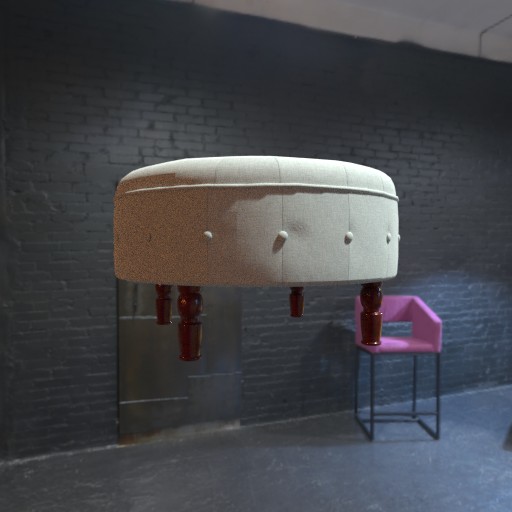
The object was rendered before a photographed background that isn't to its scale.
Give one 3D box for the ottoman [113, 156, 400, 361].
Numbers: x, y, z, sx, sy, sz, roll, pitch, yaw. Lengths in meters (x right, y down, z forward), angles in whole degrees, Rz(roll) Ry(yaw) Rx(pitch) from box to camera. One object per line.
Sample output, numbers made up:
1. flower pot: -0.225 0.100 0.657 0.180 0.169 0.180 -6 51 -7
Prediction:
1. ottoman: 0.000 0.000 1.388 0.850 0.483 0.850 0 1 0
